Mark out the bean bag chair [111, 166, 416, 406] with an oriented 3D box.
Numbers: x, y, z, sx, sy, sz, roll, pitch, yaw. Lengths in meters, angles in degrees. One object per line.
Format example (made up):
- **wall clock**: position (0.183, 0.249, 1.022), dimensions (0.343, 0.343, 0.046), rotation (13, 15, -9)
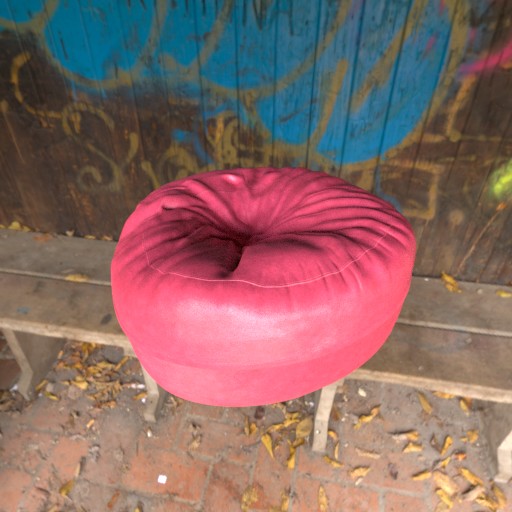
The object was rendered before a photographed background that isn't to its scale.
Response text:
- **bean bag chair**: position (0.000, 0.000, 2.426), dimensions (1.524, 0.878, 1.524), rotation (-12, 43, -14)
